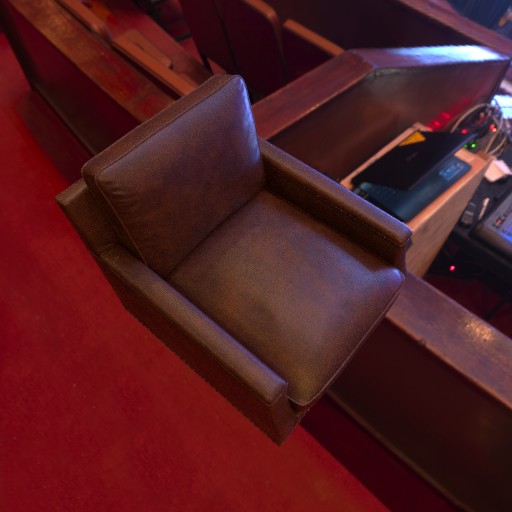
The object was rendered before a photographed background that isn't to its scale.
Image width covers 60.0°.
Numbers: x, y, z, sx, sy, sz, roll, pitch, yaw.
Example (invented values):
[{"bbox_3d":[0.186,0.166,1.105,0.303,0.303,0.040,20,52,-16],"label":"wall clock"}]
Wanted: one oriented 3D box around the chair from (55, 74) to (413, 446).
[{"bbox_3d":[0.000,0.000,1.709,1.014,0.929,0.853,36,64,21],"label":"chair"}]
